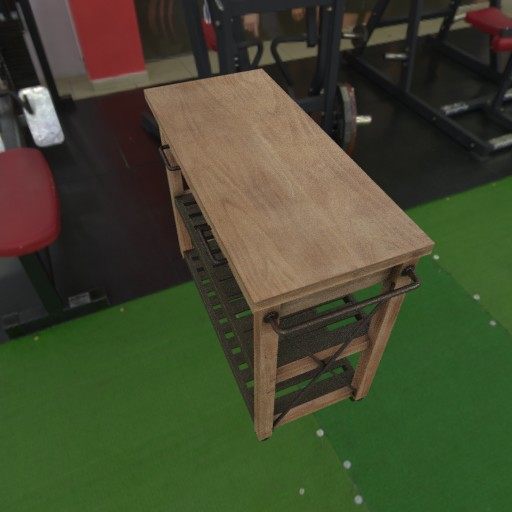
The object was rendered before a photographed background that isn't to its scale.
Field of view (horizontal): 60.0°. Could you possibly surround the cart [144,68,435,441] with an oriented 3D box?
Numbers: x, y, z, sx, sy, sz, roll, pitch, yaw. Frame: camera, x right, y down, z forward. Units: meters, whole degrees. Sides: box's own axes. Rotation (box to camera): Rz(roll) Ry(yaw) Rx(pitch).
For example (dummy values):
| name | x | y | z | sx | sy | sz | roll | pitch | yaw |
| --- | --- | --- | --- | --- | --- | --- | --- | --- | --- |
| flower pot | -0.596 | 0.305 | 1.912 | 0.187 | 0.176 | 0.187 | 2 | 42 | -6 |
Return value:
| name | x | y | z | sx | sy | sz | roll | pitch | yaw |
| --- | --- | --- | --- | --- | --- | --- | --- | --- | --- |
| cart | 0.000 | 0.000 | 1.012 | 0.298 | 0.554 | 0.686 | -17 | 48 | -15 |
